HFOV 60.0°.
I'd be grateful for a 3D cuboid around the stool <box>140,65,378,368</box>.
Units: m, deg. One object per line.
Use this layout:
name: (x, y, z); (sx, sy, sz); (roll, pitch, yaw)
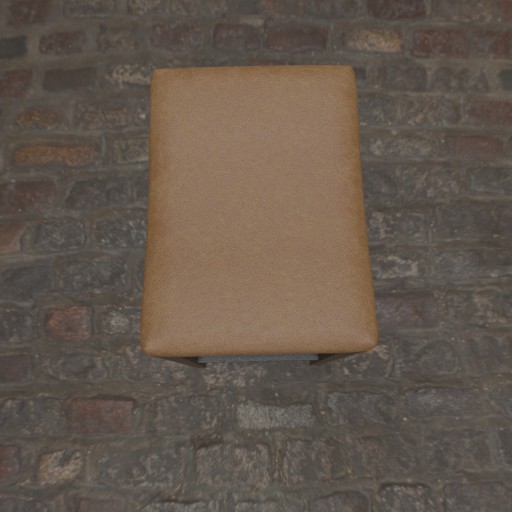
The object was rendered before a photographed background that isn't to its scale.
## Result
stool: (0.000, 0.000, 1.033); (0.361, 0.759, 0.500); (-1, 76, 0)
